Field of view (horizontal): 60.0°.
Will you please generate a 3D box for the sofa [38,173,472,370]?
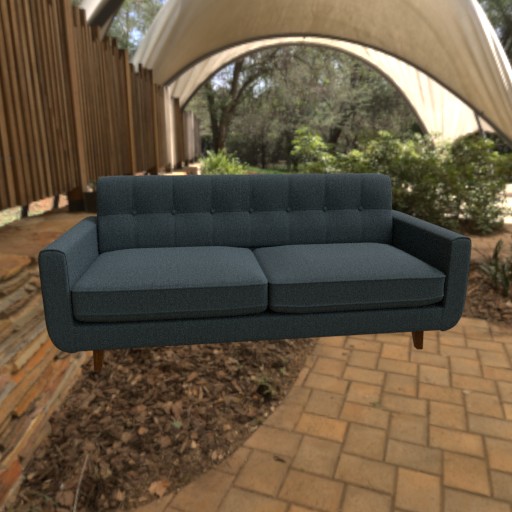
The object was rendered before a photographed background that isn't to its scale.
[{"bbox_3d":[0.000,0.000,2.539,2.055,0.884,0.942,-2,15,-7],"label":"sofa"}]
